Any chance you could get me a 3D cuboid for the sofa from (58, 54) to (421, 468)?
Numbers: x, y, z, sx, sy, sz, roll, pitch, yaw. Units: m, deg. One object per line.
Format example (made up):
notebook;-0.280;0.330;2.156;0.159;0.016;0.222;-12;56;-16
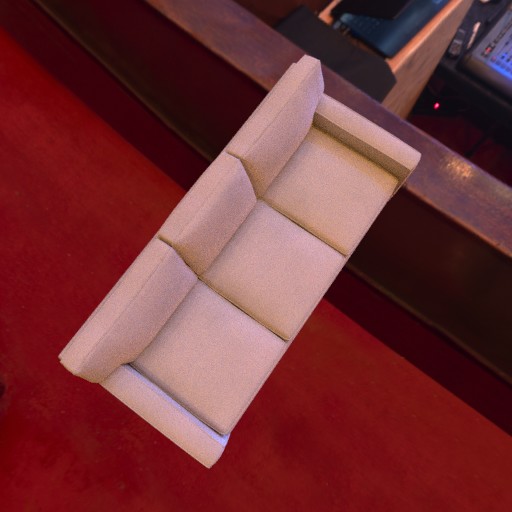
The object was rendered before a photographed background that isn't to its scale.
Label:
sofa;0.000;0.000;2.562;0.935;0.862;2.088;35;78;8
